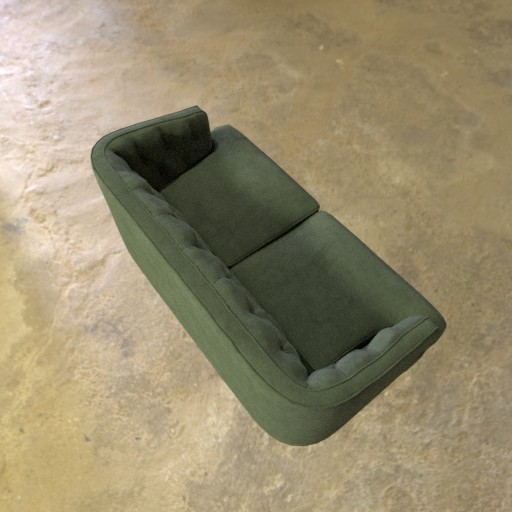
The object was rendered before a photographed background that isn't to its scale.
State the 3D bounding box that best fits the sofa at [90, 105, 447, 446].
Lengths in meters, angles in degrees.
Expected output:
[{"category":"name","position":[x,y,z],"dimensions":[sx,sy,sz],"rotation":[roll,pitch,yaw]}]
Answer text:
[{"category":"sofa","position":[0.000,0.000,2.255],"dimensions":[0.941,0.855,1.733],"rotation":[-33,63,-19]}]
